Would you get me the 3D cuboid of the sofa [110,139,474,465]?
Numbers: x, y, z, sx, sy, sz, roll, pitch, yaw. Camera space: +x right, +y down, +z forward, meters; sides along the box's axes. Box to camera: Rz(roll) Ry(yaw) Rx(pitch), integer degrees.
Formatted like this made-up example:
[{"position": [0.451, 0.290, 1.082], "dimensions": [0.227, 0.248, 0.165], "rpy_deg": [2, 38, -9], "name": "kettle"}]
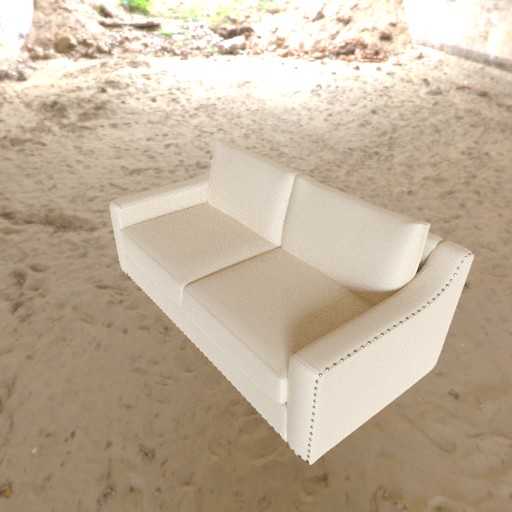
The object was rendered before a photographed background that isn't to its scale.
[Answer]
[{"position": [0.000, 0.000, 2.377], "dimensions": [0.949, 0.830, 1.812], "rpy_deg": [-22, 37, -32], "name": "sofa"}]
